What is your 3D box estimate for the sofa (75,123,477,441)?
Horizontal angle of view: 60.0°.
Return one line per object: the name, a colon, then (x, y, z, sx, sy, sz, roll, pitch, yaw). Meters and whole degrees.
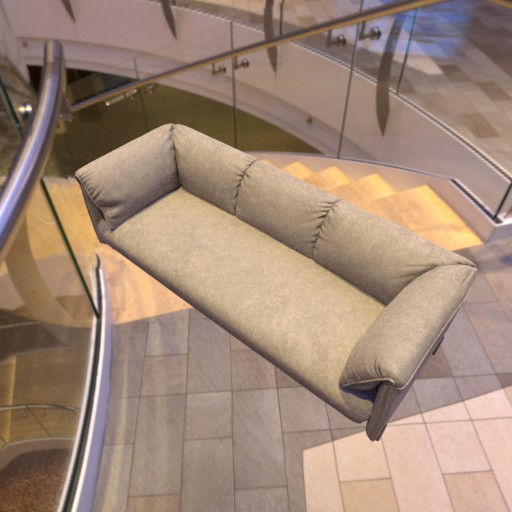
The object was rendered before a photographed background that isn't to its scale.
sofa: (0.000, 0.000, 2.688, 2.238, 0.758, 0.899, 31, 53, 27)
